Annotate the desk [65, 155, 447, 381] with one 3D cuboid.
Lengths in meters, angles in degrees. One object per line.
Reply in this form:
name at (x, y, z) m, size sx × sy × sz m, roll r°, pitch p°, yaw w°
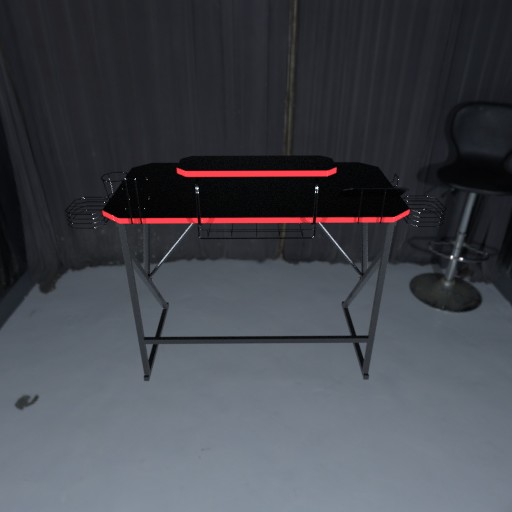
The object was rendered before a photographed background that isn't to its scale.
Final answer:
desk at (0.000, 0.000, 1.797) m, size 1.280 × 0.913 × 0.588 m, roll 0°, pitch 30°, yaw -1°
